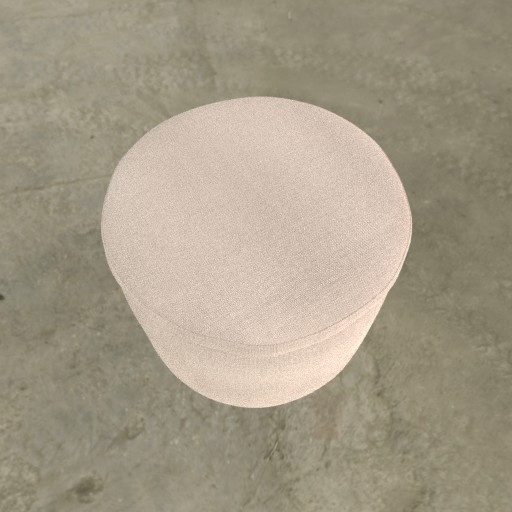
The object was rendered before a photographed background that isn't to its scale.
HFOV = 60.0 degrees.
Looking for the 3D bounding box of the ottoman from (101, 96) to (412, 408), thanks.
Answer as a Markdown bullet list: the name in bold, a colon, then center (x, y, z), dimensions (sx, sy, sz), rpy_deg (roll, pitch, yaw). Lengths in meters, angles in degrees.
- **ottoman**: center (0.000, 0.000, 0.854), dimensions (0.497, 0.409, 0.497), rpy_deg (0, 58, 0)
